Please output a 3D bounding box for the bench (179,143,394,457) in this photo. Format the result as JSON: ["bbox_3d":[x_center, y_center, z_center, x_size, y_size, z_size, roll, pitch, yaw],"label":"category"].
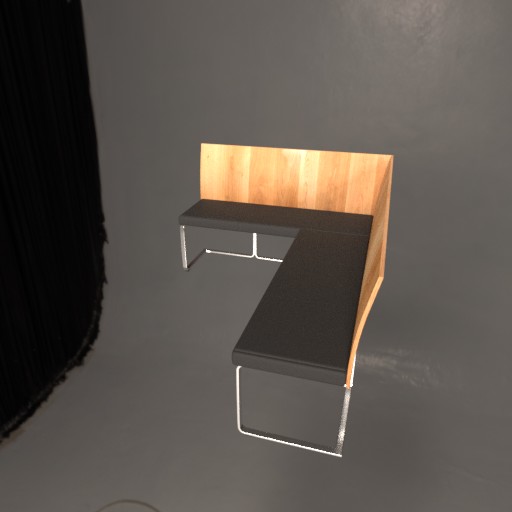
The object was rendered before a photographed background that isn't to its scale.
[{"bbox_3d":[0.000,0.000,2.755,1.495,0.930,1.945,7,26,15],"label":"bench"}]
